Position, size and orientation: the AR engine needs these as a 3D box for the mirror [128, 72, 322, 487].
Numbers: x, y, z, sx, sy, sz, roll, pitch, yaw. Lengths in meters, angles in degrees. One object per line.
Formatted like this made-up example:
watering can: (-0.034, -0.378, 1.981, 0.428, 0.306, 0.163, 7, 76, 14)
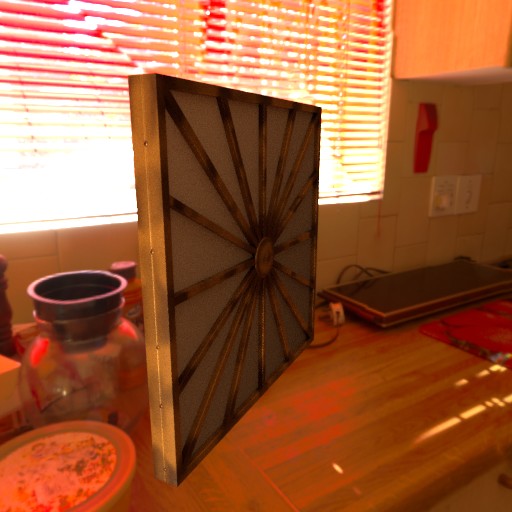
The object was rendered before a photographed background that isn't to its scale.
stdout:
mirror: (0.000, 0.000, 0.743, 0.042, 0.507, 0.509, 7, 16, 27)
